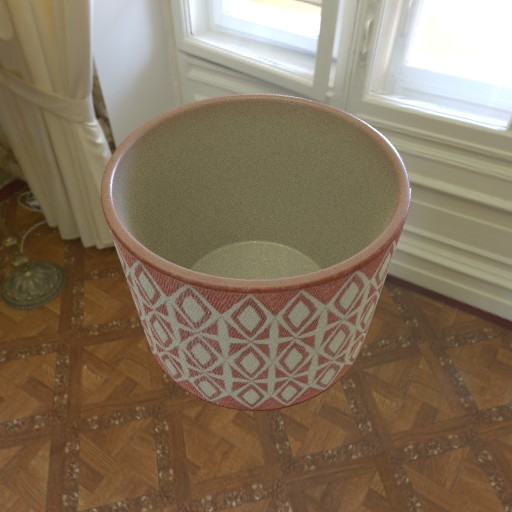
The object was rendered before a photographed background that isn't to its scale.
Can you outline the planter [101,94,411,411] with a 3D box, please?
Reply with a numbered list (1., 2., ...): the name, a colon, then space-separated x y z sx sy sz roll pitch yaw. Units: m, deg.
1. planter: 0.000 0.000 0.486 0.273 0.237 0.273 0 48 0
